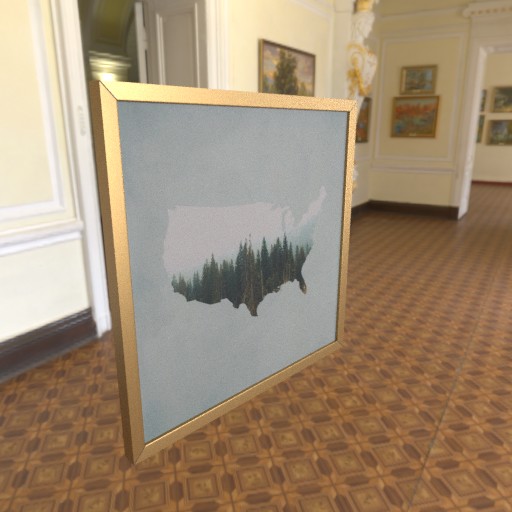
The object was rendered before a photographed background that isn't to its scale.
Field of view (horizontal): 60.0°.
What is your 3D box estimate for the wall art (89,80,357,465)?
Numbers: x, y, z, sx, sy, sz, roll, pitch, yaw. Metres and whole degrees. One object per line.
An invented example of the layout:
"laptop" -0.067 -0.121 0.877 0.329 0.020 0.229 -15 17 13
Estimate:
"wall art" 0.000 0.000 1.103 0.762 0.762 0.038 -15 22 -42
